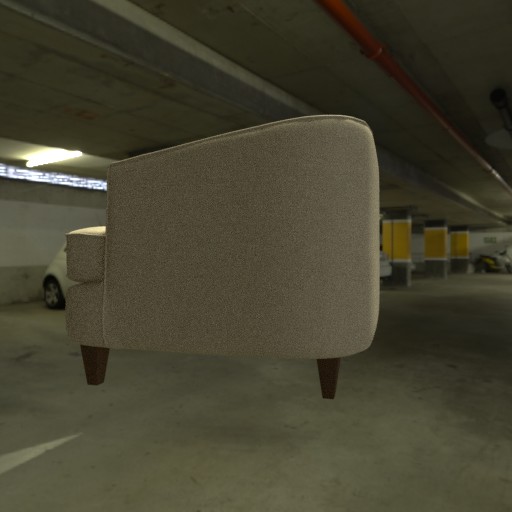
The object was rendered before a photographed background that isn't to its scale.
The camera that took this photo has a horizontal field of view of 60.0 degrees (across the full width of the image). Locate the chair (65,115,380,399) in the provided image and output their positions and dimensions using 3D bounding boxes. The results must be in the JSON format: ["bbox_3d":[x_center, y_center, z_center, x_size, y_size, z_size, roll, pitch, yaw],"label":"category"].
[{"bbox_3d":[0.000,0.000,1.723,0.914,0.787,1.118,0,0,17],"label":"chair"}]
